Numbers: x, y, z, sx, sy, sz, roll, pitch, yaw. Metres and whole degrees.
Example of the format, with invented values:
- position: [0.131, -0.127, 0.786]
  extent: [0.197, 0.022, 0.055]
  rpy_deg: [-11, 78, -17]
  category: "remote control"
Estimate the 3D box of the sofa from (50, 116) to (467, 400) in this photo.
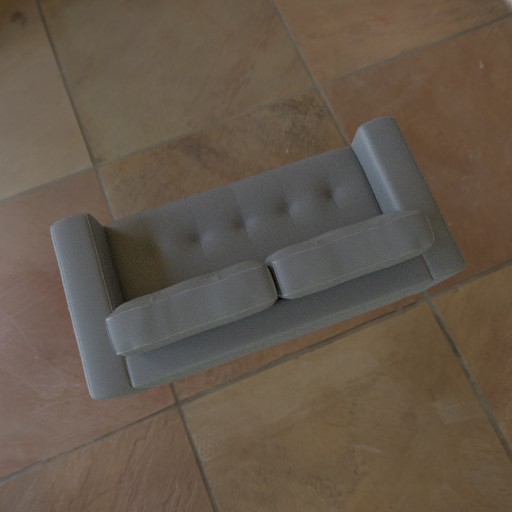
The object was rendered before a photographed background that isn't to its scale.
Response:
- position: [0.000, 0.000, 2.143]
  extent: [1.726, 0.893, 0.833]
  rpy_deg: [-19, 76, -5]
  category: "sofa"
